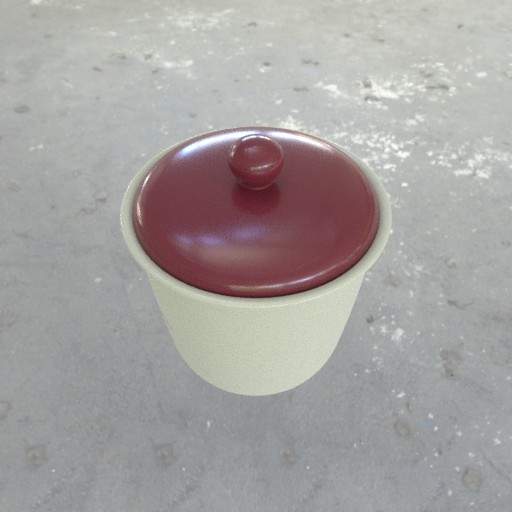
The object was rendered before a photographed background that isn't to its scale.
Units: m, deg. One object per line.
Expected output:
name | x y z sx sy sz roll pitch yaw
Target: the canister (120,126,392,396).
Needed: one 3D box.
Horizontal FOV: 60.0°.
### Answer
canister | 0.000 0.000 0.345 0.182 0.208 0.182 0 48 0
